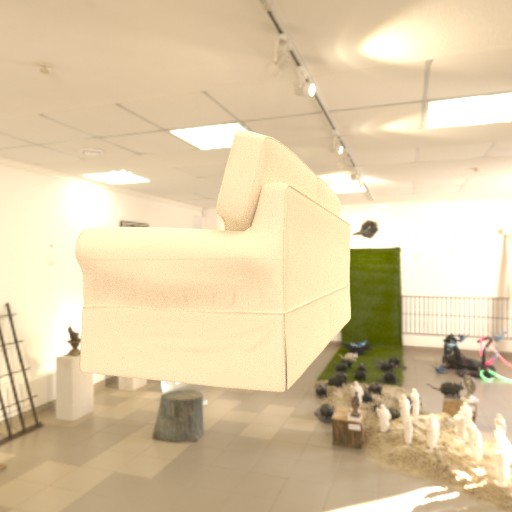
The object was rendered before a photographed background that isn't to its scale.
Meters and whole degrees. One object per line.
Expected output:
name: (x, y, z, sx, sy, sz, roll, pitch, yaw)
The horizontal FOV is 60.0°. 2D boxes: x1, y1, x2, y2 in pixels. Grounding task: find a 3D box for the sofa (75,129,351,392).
sofa: (0.000, 0.000, 2.525, 0.862, 0.937, 2.021, 0, -1, 18)
